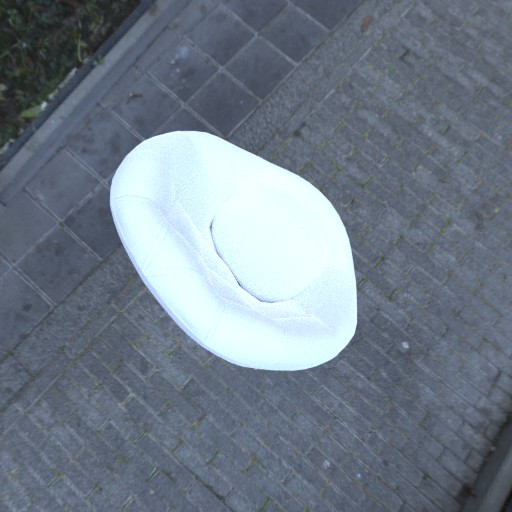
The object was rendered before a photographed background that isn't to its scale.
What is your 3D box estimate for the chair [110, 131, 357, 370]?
[{"bbox_3d":[0.000,0.000,1.774,0.736,1.261,0.940,-34,78,-8],"label":"chair"}]
